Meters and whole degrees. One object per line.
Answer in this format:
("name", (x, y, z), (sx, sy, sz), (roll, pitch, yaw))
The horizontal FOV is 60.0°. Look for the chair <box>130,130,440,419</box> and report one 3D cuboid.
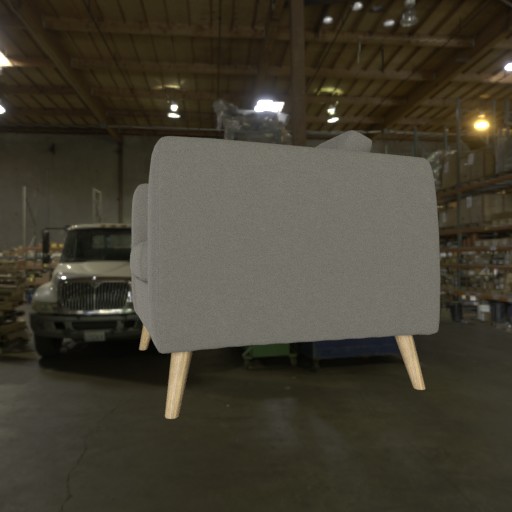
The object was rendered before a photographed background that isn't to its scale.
("chair", (0.000, 0.000, 1.741), (0.930, 0.860, 1.000), (0, 0, -19))
